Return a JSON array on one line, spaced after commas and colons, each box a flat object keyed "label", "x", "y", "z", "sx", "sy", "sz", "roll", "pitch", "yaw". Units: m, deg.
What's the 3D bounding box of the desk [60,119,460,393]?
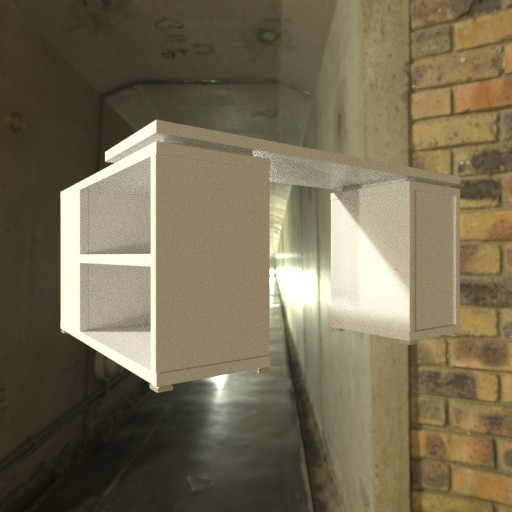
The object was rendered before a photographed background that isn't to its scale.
[{"label": "desk", "x": 0.000, "y": 0.000, "z": 2.148, "sx": 1.524, "sy": 0.753, "sz": 1.200, "roll": 0, "pitch": 0, "yaw": -35}]
